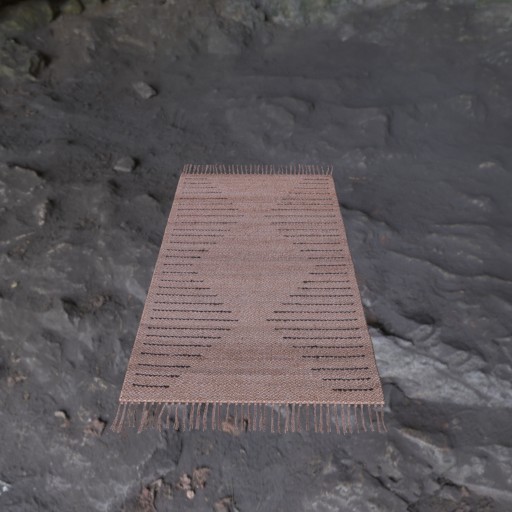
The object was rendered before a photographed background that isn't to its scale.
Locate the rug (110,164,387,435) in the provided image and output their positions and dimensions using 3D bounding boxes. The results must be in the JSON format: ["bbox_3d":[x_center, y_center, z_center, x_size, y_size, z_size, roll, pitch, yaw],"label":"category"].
[{"bbox_3d":[0.000,0.000,2.041,0.905,0.017,1.718,0,41,0],"label":"rug"}]
